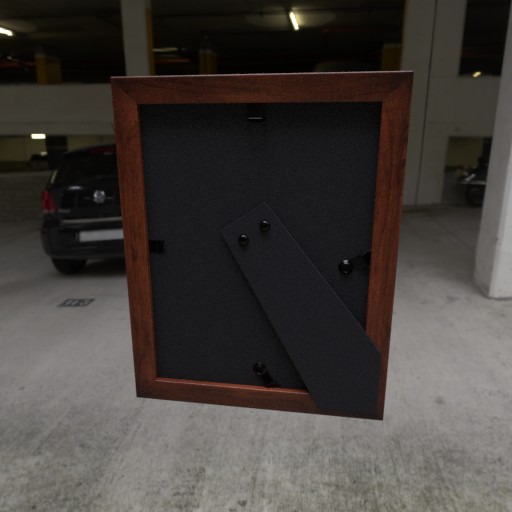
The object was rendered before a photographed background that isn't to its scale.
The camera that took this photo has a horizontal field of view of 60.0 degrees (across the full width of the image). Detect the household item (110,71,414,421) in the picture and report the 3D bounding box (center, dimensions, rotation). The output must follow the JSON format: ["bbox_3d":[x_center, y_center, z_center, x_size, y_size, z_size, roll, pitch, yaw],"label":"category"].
[{"bbox_3d":[0.000,0.000,0.329,0.200,0.250,0.020,2,16,9],"label":"household item"}]
